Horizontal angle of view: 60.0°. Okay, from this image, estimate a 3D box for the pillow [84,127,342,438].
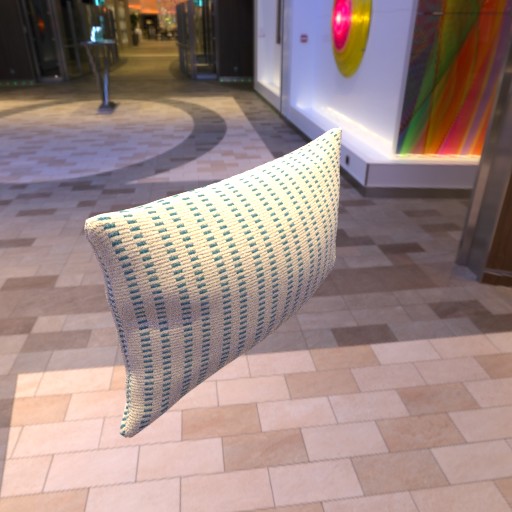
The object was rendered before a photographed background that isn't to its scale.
[{"bbox_3d":[0.000,0.000,0.799,0.210,0.353,0.640,18,33,31],"label":"pillow"}]
